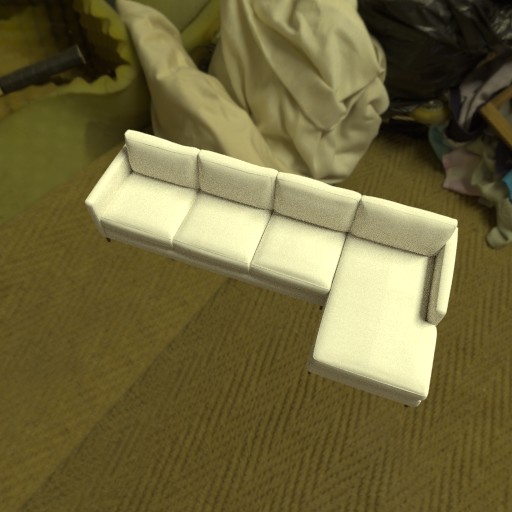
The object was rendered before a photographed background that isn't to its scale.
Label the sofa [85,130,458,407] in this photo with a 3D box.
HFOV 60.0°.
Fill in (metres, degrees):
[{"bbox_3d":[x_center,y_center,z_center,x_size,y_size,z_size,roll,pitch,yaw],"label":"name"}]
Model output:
[{"bbox_3d":[0.000,0.000,2.955,2.445,0.677,1.126,17,60,10],"label":"sofa"}]
